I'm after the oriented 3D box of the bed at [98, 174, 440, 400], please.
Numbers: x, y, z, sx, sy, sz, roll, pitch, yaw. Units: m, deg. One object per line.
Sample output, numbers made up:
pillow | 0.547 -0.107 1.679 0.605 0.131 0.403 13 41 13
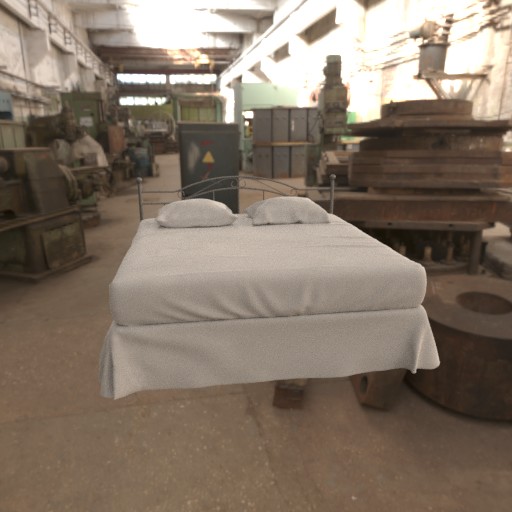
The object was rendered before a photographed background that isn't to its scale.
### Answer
bed | 0.000 0.000 3.636 2.309 1.080 2.220 -2 16 -8
